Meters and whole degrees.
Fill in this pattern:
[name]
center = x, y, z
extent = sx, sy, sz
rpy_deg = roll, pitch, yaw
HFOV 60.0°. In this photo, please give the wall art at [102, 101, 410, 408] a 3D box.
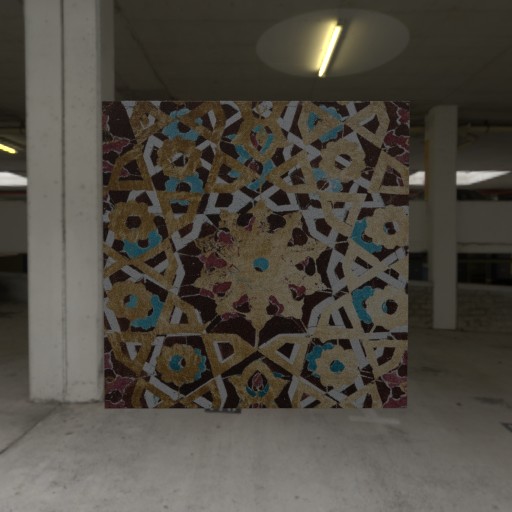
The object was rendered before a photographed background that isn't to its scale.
[wall art]
center = 0.000, 0.000, 1.112
extent = 0.757, 0.762, 0.028
rpy_deg = 0, 1, 0
